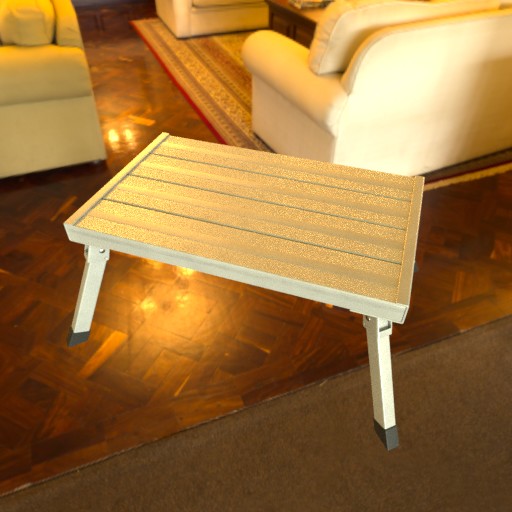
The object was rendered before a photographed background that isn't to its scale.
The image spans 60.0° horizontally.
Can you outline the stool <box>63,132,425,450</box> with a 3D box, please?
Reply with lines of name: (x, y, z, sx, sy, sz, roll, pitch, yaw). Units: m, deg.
stool: (0.000, 0.000, 0.716, 0.535, 0.225, 0.385, 13, 44, 14)
